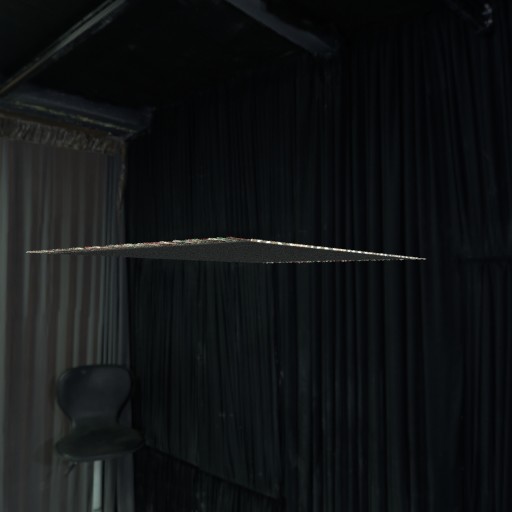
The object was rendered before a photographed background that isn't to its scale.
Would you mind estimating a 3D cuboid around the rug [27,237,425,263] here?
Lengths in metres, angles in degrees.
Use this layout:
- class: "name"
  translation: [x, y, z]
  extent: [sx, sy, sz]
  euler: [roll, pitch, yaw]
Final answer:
- class: "rug"
  translation: [0.000, 0.000, 2.329]
  extent: [1.219, 0.008, 1.829]
  euler: [-2, -3, 37]
